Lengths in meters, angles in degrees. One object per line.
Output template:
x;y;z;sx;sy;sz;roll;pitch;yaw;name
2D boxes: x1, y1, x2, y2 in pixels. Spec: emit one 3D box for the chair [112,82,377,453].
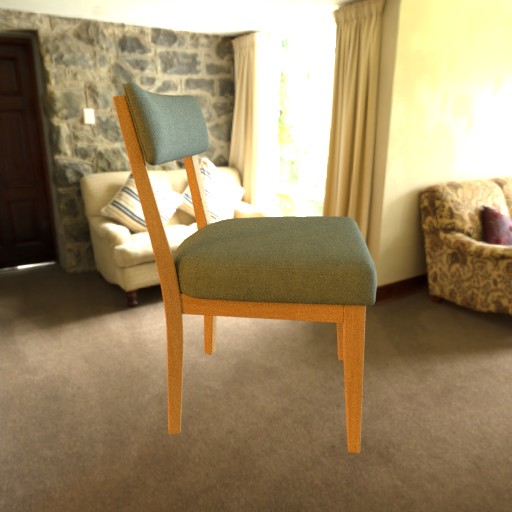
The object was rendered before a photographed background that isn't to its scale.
0.000;0.000;1.178;0.572;0.832;0.508;2;17;7;chair
